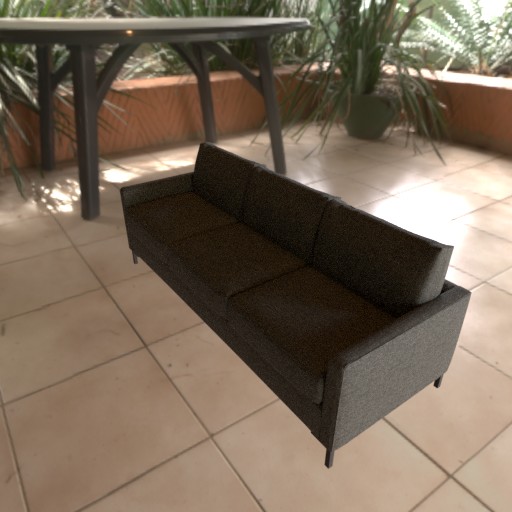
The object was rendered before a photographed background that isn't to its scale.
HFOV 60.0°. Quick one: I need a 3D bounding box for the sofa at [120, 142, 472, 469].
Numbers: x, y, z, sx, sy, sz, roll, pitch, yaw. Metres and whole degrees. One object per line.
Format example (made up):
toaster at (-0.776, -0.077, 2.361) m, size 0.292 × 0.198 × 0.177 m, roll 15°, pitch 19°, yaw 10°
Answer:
sofa at (0.000, 0.000, 2.695) m, size 0.876 × 0.879 × 2.253 m, roll -20°, pitch 35°, yaw -31°
